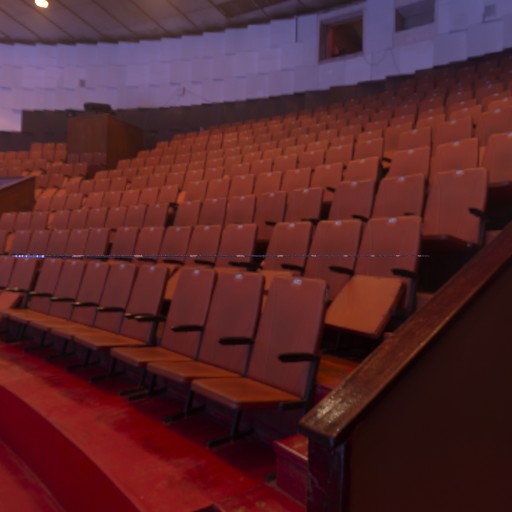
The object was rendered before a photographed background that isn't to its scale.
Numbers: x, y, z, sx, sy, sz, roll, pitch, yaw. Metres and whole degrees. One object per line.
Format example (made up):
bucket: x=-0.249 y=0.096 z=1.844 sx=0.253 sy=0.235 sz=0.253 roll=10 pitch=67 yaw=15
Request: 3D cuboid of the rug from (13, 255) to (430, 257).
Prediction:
rug: x=0.000 y=0.000 z=2.461 sx=2.296 sy=0.006 sz=0.685 roll=0 pitch=0 yaw=-37
